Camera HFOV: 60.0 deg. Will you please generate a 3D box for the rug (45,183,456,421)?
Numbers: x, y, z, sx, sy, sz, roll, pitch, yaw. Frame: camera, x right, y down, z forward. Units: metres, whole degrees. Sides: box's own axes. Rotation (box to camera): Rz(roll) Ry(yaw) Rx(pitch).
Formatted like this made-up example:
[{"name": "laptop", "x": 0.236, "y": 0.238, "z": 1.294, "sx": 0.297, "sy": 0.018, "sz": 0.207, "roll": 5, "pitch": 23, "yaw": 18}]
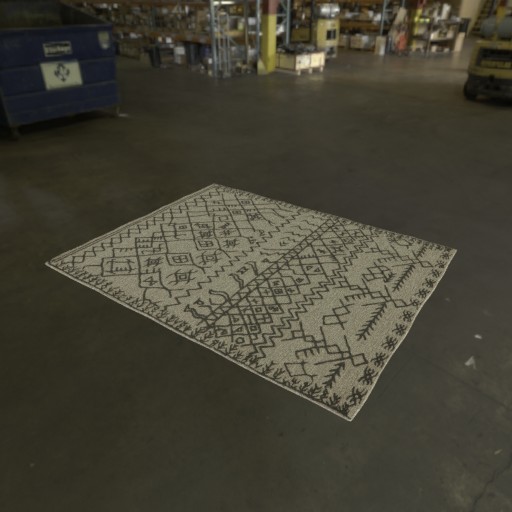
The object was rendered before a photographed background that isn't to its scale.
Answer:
[{"name": "rug", "x": 0.000, "y": 0.000, "z": 3.340, "sx": 2.455, "sy": 0.025, "sz": 1.964, "roll": 20, "pitch": 36, "yaw": 30}]
